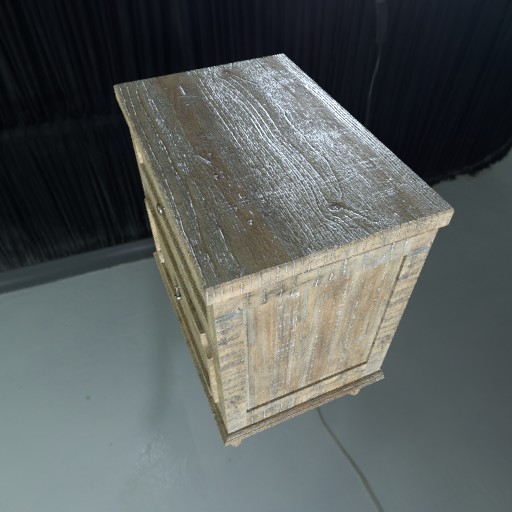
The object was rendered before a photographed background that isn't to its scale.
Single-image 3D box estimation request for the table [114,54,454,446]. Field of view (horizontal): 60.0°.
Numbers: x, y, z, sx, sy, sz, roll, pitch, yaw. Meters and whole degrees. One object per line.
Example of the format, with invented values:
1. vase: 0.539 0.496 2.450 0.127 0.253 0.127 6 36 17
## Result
1. table: 0.000 0.000 1.162 0.457 0.711 0.686 -17 50 -15
